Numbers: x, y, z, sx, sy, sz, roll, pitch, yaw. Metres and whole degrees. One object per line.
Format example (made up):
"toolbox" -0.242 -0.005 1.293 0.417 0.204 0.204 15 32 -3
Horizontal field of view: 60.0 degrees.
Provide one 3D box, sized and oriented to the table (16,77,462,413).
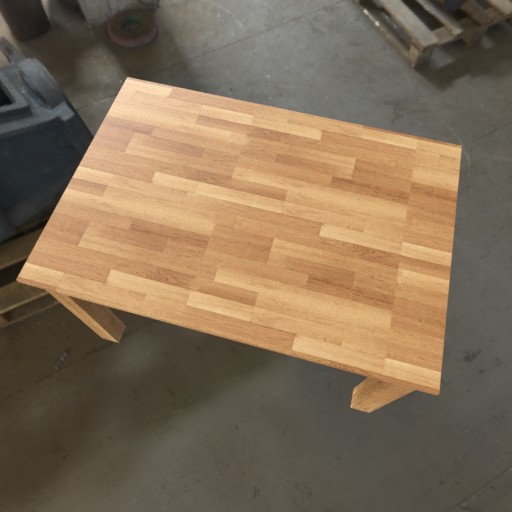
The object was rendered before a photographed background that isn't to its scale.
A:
"table" 0.000 0.000 1.829 1.300 0.750 0.900 14 65 7
